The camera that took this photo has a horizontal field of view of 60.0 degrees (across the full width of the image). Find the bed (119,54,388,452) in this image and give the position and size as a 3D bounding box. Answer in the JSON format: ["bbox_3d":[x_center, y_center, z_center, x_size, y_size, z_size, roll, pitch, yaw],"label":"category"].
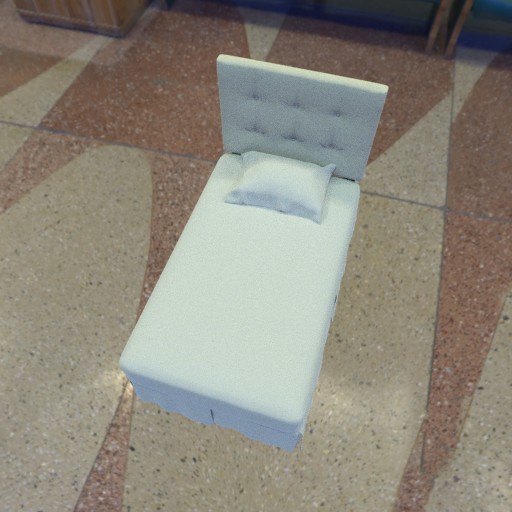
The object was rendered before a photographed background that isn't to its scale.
[{"bbox_3d":[0.000,0.000,3.009,1.261,1.571,1.997,15,58,9],"label":"bed"}]
